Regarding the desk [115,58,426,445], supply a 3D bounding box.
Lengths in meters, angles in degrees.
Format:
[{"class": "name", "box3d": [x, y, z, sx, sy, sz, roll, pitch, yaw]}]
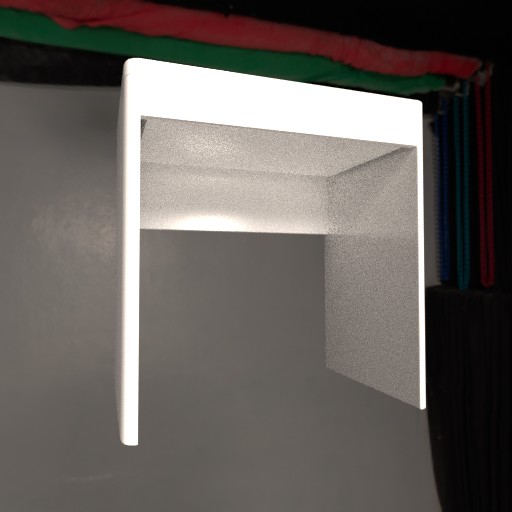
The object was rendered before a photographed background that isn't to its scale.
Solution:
[{"class": "desk", "box3d": [0.000, 0.000, 1.282, 0.762, 0.800, 0.549, 1, -2, -19]}]
